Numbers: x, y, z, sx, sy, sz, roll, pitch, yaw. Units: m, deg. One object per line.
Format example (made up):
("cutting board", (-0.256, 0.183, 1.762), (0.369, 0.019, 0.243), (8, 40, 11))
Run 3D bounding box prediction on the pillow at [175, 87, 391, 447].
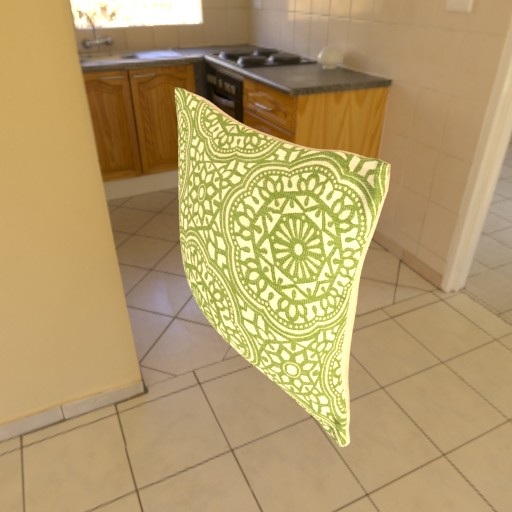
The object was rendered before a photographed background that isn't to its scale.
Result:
("pillow", (0.000, 0.000, 0.667), (0.162, 0.419, 0.440), (-21, 37, -29))
